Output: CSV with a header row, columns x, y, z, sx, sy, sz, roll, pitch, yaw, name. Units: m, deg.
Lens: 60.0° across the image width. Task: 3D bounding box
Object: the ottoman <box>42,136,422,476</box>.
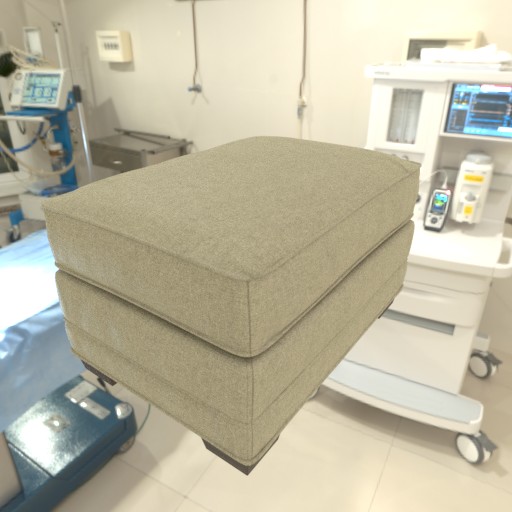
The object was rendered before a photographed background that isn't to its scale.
x,y,z,sx,sy,sz,roll,pitch,yaw,name
0.000,0.000,1.193,0.611,0.508,0.848,18,32,32,ottoman
